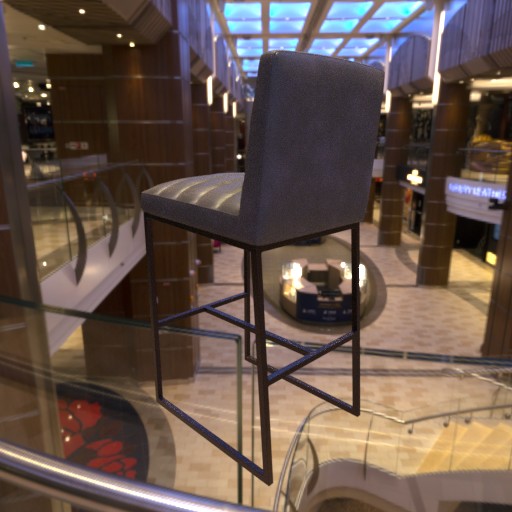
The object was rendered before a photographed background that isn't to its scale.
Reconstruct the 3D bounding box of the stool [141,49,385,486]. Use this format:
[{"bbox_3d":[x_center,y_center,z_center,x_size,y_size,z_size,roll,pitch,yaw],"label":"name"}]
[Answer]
[{"bbox_3d":[0.000,0.000,1.353,0.463,1.065,0.562,-15,21,-43],"label":"stool"}]
